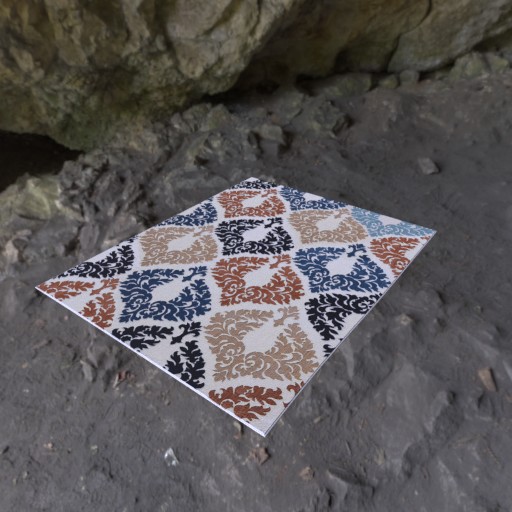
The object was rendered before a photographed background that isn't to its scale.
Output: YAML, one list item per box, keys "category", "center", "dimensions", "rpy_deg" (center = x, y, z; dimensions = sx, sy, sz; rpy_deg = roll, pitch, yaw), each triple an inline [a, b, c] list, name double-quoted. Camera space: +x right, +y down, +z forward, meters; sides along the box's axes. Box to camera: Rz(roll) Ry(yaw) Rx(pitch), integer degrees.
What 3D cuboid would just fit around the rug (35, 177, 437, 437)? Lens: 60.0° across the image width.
- category: "rug"
  center: [0.000, 0.000, 4.178]
  dimensions: [2.423, 0.014, 3.040]
  rpy_deg: [22, 38, 30]
